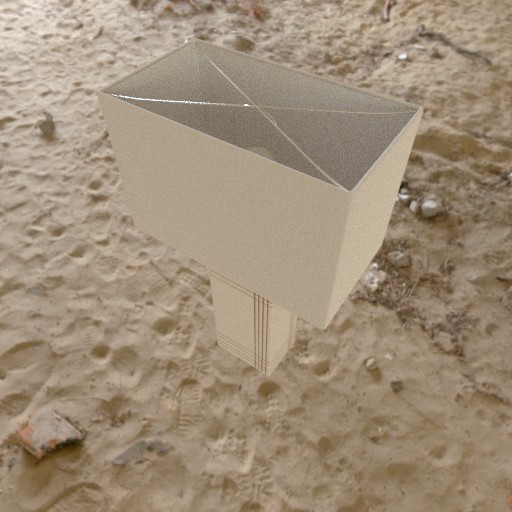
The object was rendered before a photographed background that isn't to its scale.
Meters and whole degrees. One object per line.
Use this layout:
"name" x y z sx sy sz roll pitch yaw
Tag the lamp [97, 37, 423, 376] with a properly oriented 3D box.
"lamp" 0.000 0.000 0.711 0.334 0.543 0.182 27 54 22
